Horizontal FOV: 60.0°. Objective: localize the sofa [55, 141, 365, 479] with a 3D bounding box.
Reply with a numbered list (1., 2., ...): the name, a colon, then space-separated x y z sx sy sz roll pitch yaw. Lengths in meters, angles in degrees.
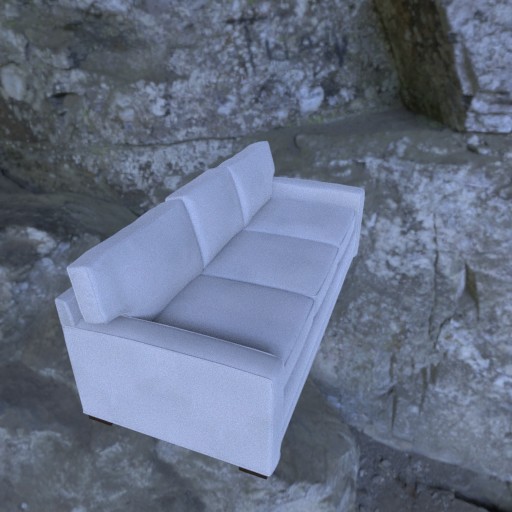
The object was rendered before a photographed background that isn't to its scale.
1. sofa: 0.000 0.000 2.580 0.935 0.862 2.088 10 30 18
